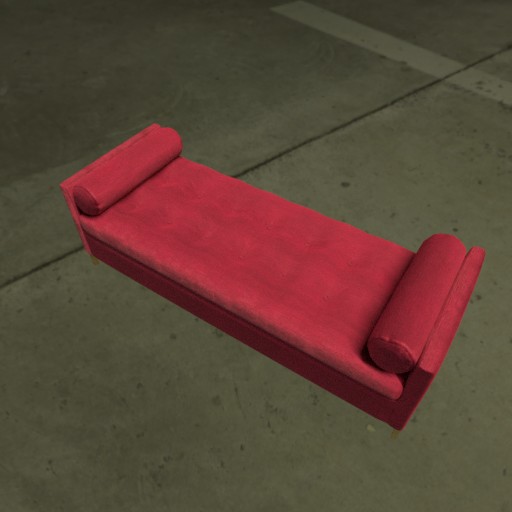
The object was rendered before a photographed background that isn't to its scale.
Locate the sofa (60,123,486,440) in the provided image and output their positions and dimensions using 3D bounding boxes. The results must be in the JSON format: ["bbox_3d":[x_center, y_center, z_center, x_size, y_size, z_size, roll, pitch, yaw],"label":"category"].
[{"bbox_3d":[0.000,0.000,2.450,2.102,0.705,0.796,26,52,22],"label":"sofa"}]
